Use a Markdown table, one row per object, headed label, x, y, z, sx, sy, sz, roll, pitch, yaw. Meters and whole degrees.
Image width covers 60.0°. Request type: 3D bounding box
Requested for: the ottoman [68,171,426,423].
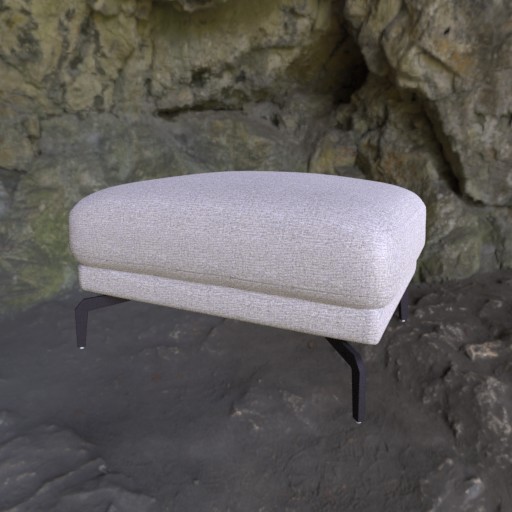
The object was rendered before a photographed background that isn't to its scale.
| label | x | y | z | sx | sy | sz | roll | pitch | yaw |
| --- | --- | --- | --- | --- | --- | --- | --- | --- | --- |
| ottoman | 0.000 | 0.000 | 1.131 | 0.772 | 0.420 | 0.568 | 7 | 15 | 25 |
